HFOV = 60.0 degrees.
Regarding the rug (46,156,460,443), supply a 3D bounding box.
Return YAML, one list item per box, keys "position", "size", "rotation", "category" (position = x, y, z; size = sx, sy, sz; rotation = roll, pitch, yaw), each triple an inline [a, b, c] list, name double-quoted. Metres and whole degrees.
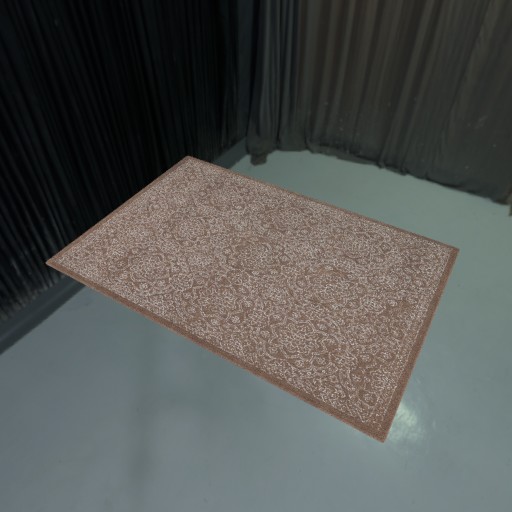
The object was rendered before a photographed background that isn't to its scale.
- position: [0.000, 0.000, 2.930]
  size: [2.286, 0.011, 1.524]
  rotation: [23, 49, 22]
  category: "rug"
